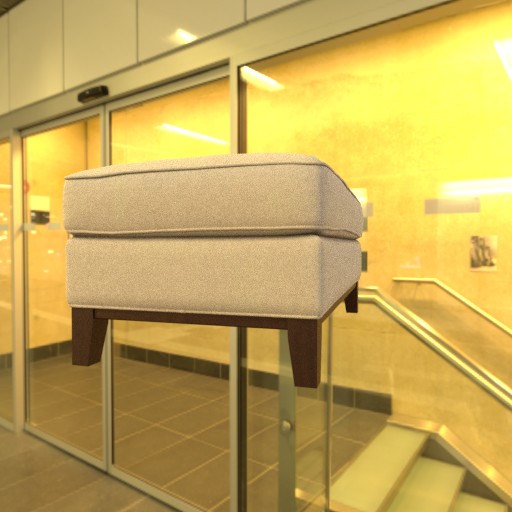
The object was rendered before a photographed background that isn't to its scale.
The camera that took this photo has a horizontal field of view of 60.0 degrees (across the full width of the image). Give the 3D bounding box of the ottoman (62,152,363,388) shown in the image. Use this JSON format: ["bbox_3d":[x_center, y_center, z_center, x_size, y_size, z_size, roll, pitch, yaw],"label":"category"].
[{"bbox_3d":[0.000,0.000,1.504,0.648,0.508,1.143,0,2,17],"label":"ottoman"}]
